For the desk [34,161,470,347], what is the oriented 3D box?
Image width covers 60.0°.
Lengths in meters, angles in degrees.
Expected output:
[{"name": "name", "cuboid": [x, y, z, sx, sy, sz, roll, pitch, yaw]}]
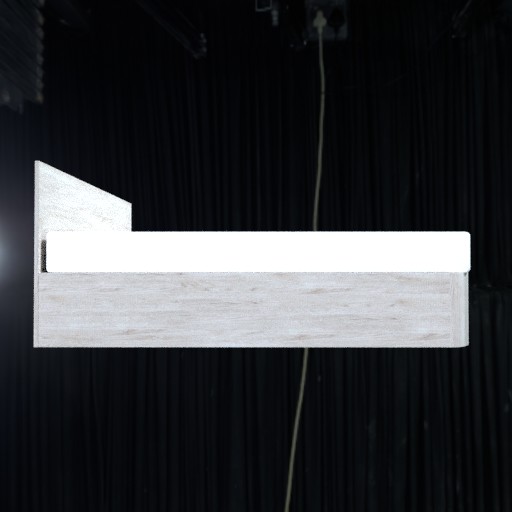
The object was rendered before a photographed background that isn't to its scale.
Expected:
[{"name": "desk", "cuboid": [0.000, 0.000, 2.600, 1.900, 0.800, 1.400, 0, -1, 0]}]
